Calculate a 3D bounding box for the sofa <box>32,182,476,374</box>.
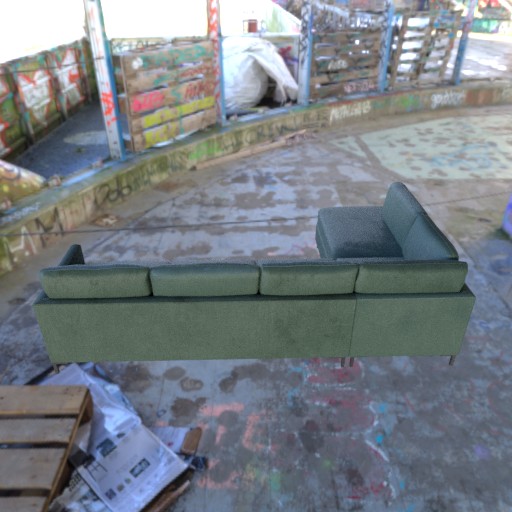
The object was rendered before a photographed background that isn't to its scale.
[{"bbox_3d":[0.000,0.000,4.319,3.384,0.996,2.048,-1,31,-1],"label":"sofa"}]
